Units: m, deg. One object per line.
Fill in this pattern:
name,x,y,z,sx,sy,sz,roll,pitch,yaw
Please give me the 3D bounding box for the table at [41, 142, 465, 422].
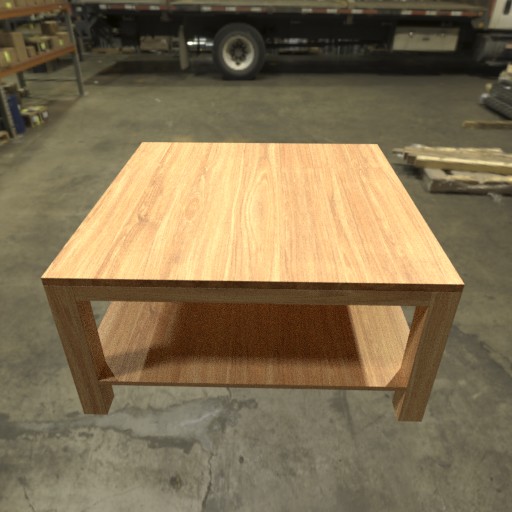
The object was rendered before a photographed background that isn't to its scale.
table,0.000,0.000,1.439,0.900,0.450,0.900,1,33,1
